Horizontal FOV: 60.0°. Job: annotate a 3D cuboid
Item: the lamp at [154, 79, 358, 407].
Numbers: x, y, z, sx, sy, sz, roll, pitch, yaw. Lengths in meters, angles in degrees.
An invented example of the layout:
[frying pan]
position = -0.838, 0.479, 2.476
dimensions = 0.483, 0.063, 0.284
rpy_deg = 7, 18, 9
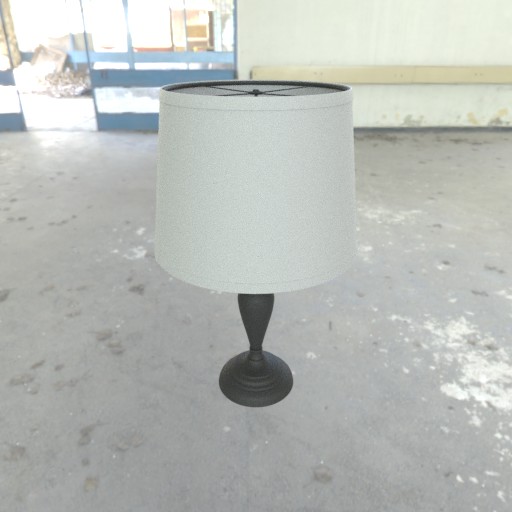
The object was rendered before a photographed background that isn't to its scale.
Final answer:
[lamp]
position = 0.000, 0.000, 0.699
dimensions = 0.310, 0.501, 0.310
rpy_deg = 0, 26, 0
